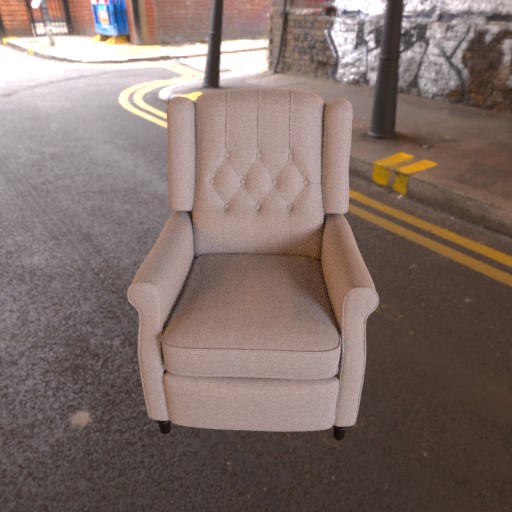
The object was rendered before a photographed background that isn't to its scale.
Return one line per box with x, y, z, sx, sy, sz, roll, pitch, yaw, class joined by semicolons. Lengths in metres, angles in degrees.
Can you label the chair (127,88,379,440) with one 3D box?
0.000;0.000;1.599;0.742;1.035;0.902;1;30;2;chair
